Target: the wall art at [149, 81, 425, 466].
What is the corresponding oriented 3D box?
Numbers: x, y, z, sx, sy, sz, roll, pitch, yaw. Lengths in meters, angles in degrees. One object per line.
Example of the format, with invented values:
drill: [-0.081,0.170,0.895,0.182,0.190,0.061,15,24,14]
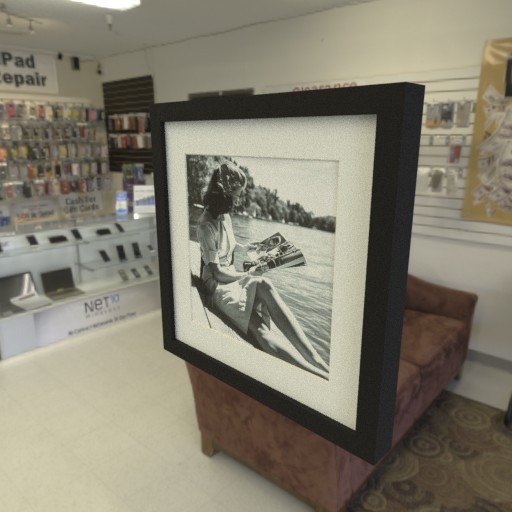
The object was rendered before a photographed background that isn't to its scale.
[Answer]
wall art: [0.000,0.000,0.449,0.308,0.305,0.030,14,21,42]
